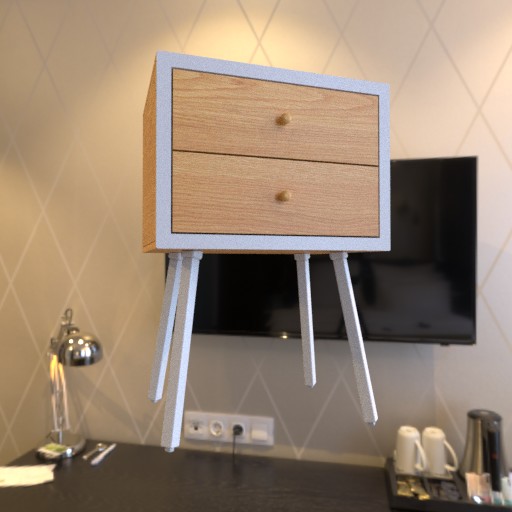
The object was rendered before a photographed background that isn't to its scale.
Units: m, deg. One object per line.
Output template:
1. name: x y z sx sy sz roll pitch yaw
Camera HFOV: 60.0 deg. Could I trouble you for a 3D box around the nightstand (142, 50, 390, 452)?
1. nightstand: 0.000 0.000 0.845 0.400 0.601 0.316 0 -1 -18
